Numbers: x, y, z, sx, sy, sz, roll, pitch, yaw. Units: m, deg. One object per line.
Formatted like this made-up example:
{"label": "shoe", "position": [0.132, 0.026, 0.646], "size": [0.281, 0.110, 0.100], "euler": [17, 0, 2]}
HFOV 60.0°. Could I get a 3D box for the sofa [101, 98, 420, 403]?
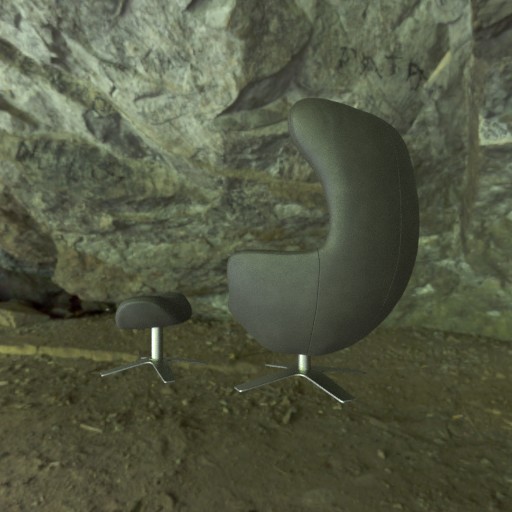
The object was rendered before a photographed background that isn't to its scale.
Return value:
{"label": "sofa", "position": [0.000, 0.000, 2.084], "size": [1.444, 1.135, 0.894], "euler": [0, 0, 19]}
